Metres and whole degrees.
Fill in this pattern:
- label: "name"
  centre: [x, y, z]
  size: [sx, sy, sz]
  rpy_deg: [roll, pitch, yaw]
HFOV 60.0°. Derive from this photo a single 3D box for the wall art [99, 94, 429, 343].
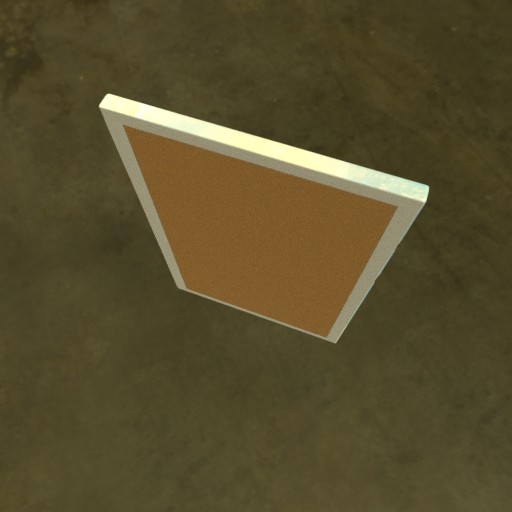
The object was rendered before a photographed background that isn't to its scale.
- label: "wall art"
  centre: [0.000, 0.000, 1.188]
  size: [0.605, 0.915, 0.037]
  rpy_deg: [18, 66, 9]
